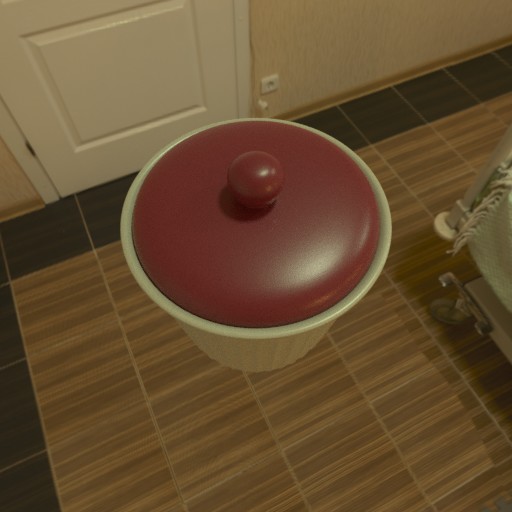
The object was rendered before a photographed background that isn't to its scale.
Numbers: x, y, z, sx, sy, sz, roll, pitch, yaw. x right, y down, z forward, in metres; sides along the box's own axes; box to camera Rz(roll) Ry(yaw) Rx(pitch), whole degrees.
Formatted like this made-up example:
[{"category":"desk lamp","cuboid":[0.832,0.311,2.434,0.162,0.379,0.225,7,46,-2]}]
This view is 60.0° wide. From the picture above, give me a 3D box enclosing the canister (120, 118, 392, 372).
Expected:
[{"category":"canister","cuboid":[0.000,0.000,0.349,0.181,0.211,0.181,0,59,0]}]
